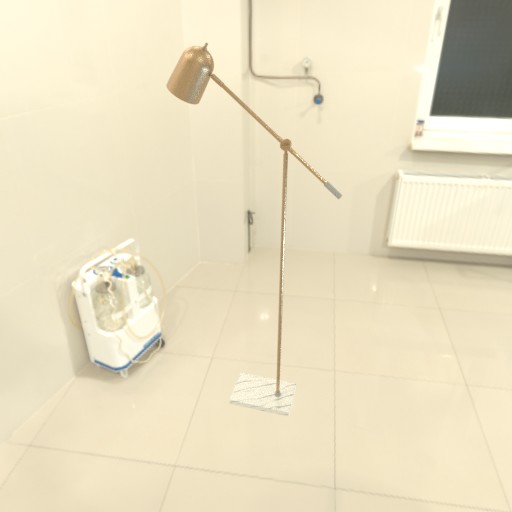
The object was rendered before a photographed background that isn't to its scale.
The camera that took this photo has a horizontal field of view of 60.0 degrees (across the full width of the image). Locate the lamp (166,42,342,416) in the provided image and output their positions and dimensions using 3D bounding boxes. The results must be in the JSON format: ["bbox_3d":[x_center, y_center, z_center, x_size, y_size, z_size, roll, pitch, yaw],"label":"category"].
[{"bbox_3d":[0.000,0.000,1.840,0.653,1.594,0.194,8,30,13],"label":"lamp"}]
